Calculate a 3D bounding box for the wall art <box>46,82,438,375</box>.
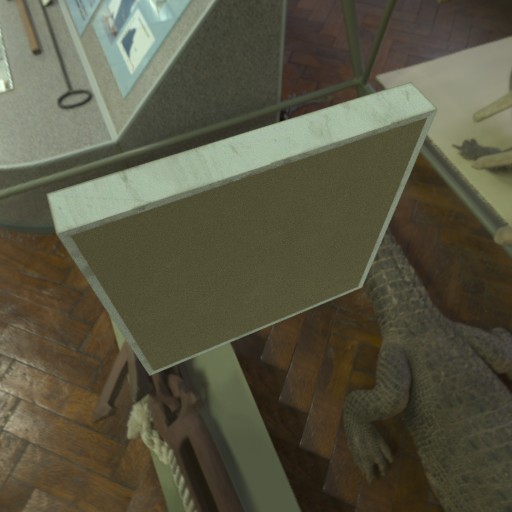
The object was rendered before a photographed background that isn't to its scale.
[{"bbox_3d":[0.000,0.000,0.462,0.305,0.303,0.038,-21,60,-13],"label":"wall art"}]
